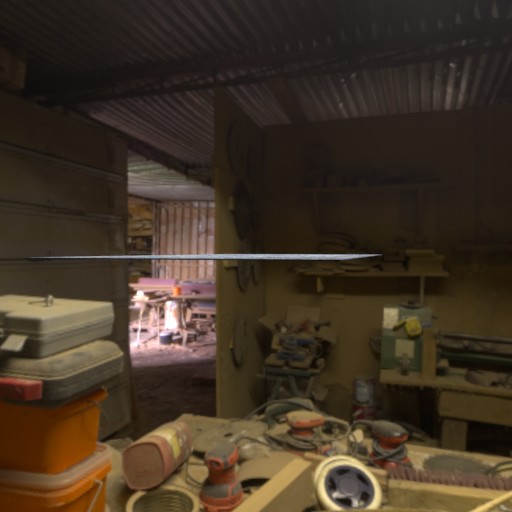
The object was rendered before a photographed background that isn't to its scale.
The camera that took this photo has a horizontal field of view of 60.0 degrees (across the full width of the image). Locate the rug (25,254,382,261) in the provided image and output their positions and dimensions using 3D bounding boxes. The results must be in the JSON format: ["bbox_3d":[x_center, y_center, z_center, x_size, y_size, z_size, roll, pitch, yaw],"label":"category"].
[{"bbox_3d":[0.000,0.000,3.043,1.525,0.007,2.440,0,1,19],"label":"rug"}]
